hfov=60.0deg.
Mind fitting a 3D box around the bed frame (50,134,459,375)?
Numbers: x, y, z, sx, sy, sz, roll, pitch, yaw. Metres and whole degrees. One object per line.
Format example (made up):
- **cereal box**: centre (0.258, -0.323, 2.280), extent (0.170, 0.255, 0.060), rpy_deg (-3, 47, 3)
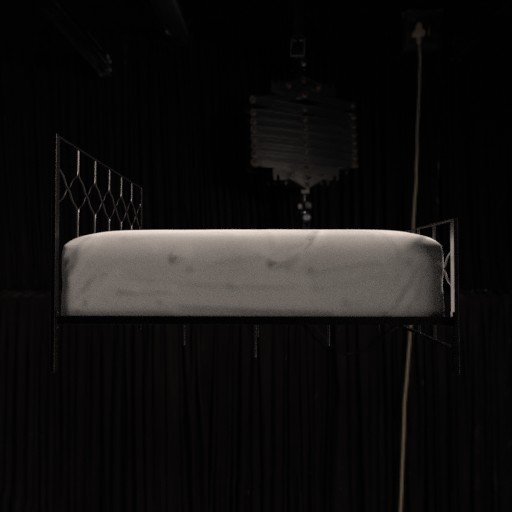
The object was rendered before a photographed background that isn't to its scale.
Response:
- **bed frame**: centre (0.000, 0.000, 3.043), extent (2.063, 1.222, 1.597), rpy_deg (0, -1, 1)
